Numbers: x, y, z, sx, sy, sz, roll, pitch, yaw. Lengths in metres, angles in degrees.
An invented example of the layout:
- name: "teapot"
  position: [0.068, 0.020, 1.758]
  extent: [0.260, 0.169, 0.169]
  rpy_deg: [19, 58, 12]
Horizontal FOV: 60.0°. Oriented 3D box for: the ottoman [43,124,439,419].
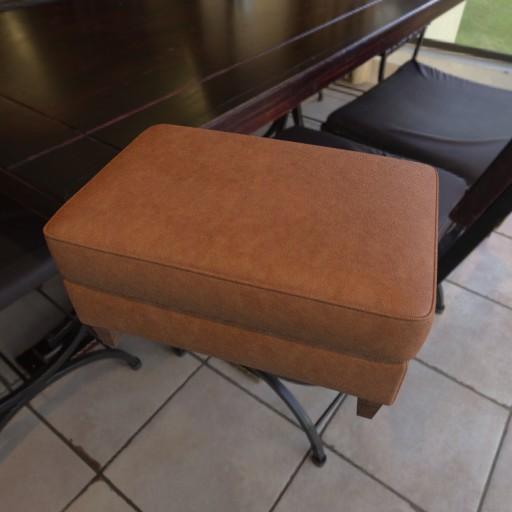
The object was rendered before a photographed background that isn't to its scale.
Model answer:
- name: "ottoman"
  position: [0.000, 0.000, 1.200]
  extent: [0.864, 0.483, 0.584]
  rpy_deg: [12, 44, 13]
